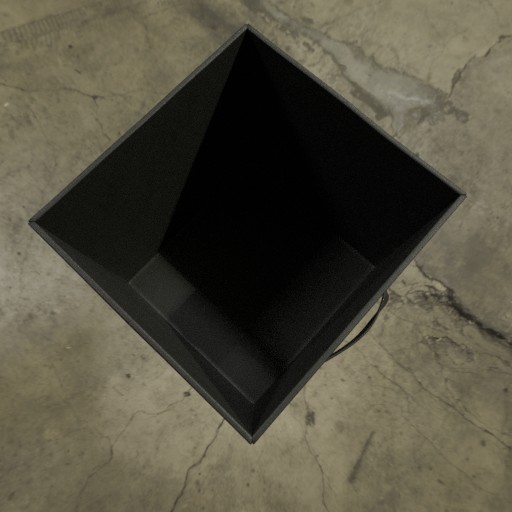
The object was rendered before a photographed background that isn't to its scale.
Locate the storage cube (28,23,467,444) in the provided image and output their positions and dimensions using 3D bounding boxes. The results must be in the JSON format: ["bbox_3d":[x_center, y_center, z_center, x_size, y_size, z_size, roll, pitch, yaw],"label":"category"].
[{"bbox_3d":[0.000,0.000,0.498,0.270,0.280,0.270,42,79,10],"label":"storage cube"}]
